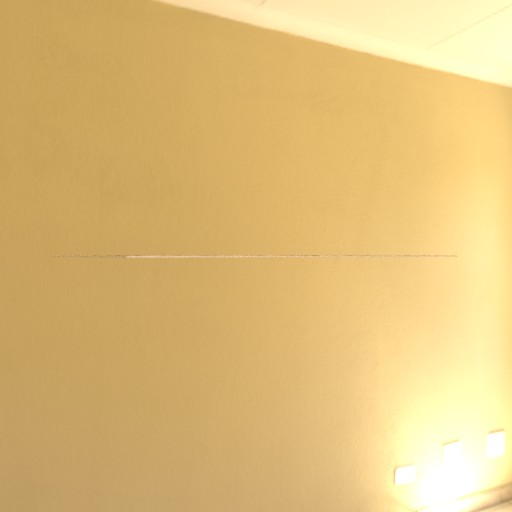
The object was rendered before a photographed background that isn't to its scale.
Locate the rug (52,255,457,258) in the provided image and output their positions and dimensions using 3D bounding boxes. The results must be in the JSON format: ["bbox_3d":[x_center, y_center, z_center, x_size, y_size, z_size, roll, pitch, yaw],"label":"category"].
[{"bbox_3d":[0.000,0.000,2.966,2.284,0.008,1.522,0,0,-35],"label":"rug"}]
